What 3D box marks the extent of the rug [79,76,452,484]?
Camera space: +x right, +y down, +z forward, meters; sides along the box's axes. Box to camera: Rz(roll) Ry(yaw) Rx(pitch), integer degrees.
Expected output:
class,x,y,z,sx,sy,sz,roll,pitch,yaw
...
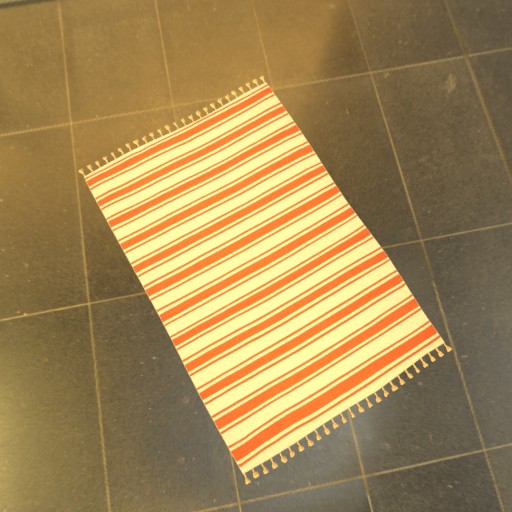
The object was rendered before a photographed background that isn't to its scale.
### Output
class,x,y,z,sx,sy,sz,roll,pitch,yaw
rug,0.000,0.000,3.043,1.556,0.022,2.433,-30,77,-7
